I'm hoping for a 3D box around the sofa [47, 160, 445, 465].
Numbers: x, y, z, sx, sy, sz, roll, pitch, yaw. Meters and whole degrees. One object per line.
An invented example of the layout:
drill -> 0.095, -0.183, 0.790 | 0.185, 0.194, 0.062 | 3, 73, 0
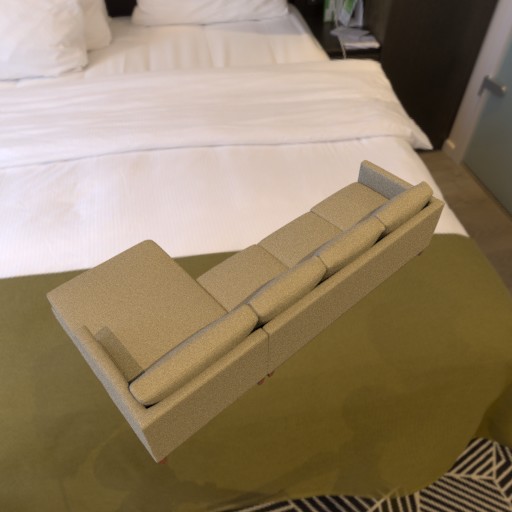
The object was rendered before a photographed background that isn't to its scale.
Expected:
sofa -> 0.000, 0.000, 3.905 | 3.186, 0.861, 1.625 | -32, 54, -27
